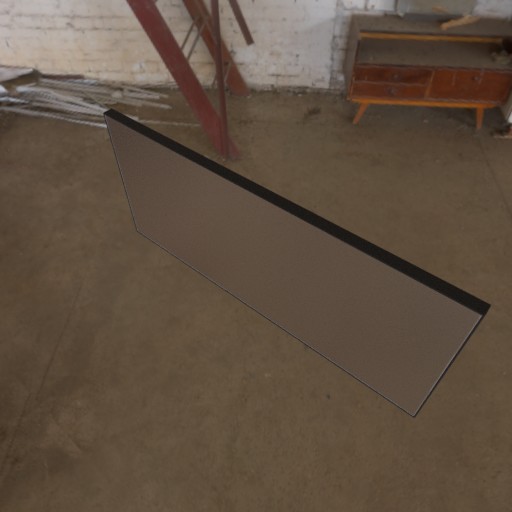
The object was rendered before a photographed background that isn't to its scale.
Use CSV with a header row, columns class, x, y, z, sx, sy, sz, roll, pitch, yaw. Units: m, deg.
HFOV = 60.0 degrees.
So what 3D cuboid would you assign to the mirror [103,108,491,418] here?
class,x,y,z,sx,sy,sz,roll,pitch,yaw
mirror,0.000,0.000,1.762,1.584,0.692,0.047,31,55,25
